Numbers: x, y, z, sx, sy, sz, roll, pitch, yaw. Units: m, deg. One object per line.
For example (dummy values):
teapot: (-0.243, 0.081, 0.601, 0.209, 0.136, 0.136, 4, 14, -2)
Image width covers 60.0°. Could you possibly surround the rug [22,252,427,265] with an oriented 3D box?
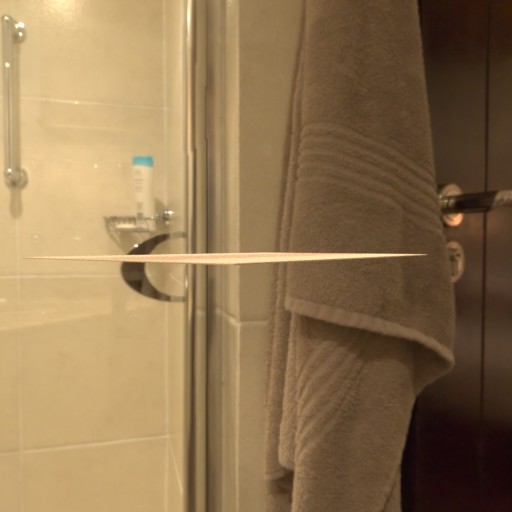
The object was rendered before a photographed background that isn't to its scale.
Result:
rug: (0.000, 0.000, 2.342, 1.234, 0.006, 1.850, 1, 2, 37)
